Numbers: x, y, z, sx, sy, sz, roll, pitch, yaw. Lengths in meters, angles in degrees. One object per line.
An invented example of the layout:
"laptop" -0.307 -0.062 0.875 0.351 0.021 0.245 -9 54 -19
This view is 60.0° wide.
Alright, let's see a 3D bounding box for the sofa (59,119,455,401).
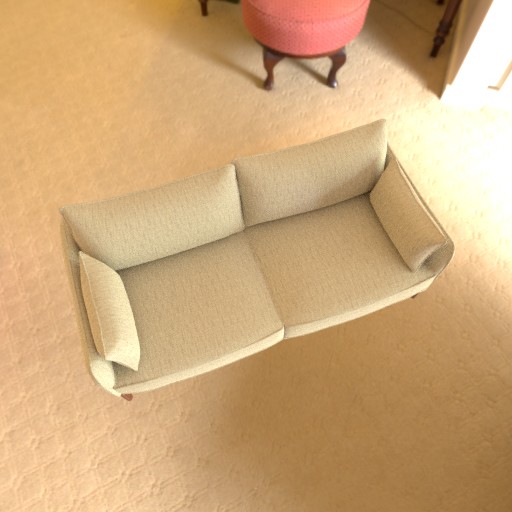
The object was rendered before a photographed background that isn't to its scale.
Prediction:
"sofa" 0.000 0.000 2.523 1.989 0.860 0.991 -18 64 -9
